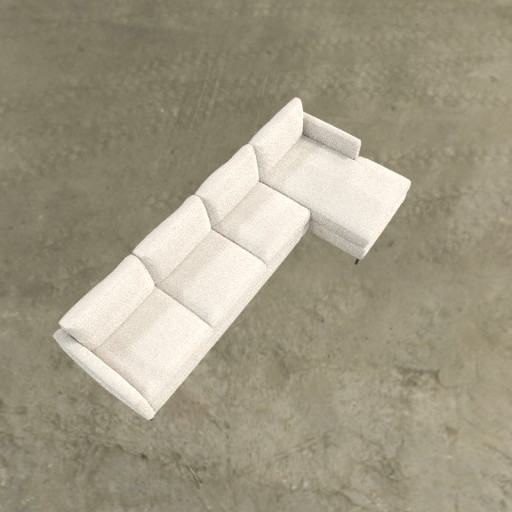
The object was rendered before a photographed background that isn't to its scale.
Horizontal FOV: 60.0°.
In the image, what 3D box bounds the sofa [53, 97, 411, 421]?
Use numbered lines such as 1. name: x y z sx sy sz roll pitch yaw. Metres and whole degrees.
1. sofa: 0.000 0.000 2.985 1.126 0.677 2.445 33 64 18
